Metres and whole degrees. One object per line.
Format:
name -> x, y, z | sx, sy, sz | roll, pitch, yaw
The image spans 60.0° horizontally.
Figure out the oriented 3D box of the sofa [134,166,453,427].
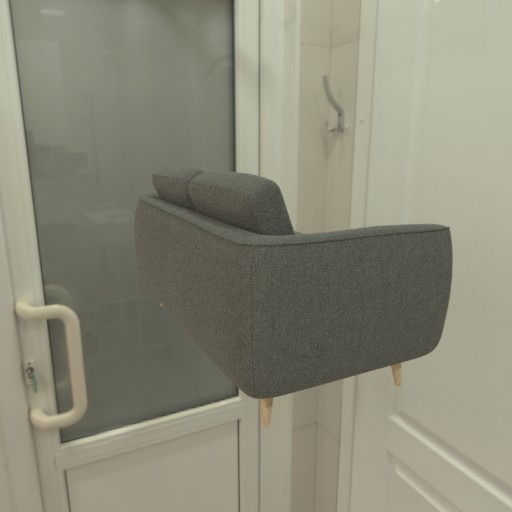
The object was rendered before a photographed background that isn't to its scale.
sofa -> 0.000, 0.000, 2.218 | 0.920, 0.870, 1.700 | -7, 15, -26
